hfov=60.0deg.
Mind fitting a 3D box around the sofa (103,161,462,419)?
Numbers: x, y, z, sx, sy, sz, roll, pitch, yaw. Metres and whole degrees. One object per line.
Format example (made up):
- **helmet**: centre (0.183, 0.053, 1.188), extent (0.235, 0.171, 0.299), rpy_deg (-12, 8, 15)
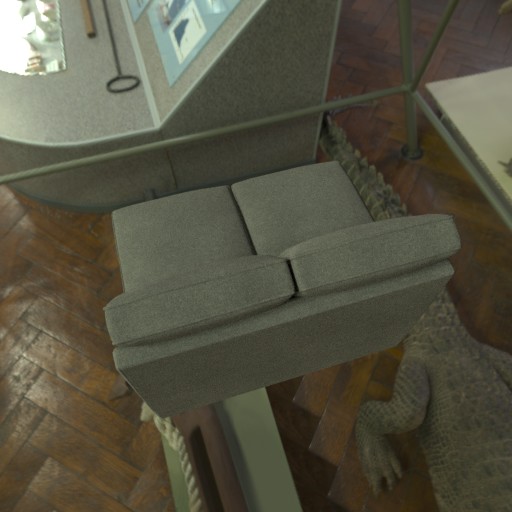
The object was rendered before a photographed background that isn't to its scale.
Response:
- **sofa**: centre (0.000, 0.000, 2.014), extent (1.237, 1.008, 0.951), rpy_deg (-15, 59, -9)
